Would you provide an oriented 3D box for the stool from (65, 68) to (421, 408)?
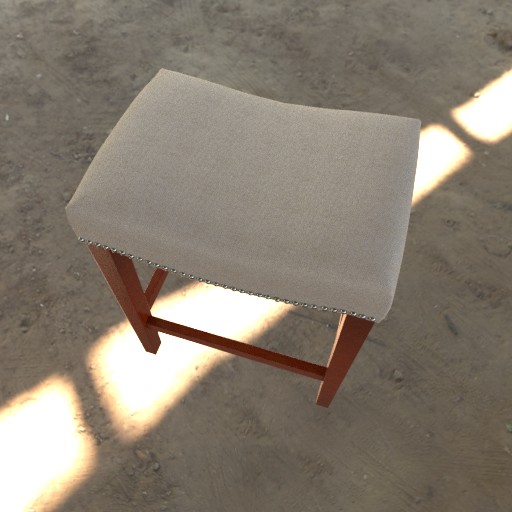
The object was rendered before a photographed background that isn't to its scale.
[{"bbox_3d":[0.000,0.000,0.961,0.509,0.632,0.375,15,59,9],"label":"stool"}]
